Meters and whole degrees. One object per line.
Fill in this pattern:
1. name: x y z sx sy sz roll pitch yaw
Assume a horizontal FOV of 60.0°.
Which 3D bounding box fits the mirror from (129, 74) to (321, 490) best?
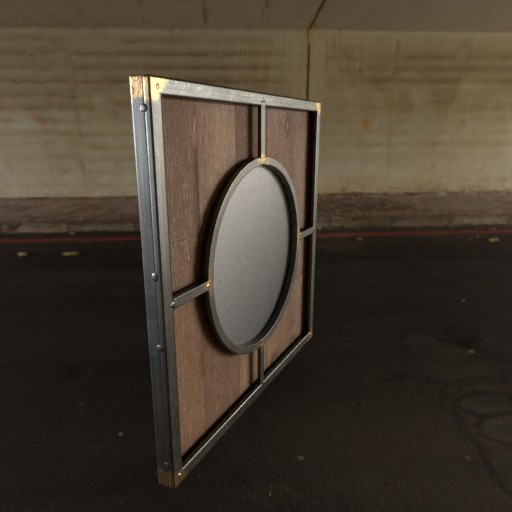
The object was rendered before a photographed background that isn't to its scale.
1. mirror: 0.000 0.000 0.550 0.020 0.381 0.382 8 18 27
